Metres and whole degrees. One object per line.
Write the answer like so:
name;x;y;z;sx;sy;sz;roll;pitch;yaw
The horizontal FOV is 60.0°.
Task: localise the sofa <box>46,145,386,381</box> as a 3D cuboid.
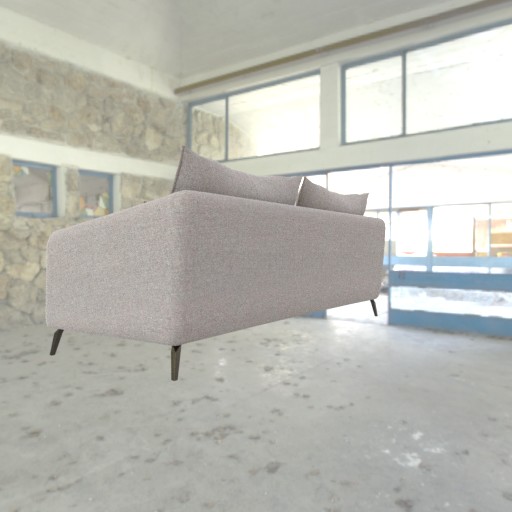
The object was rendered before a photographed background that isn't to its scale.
sofa;0.000;0.000;2.473;0.809;0.833;2.022;1;1;37
